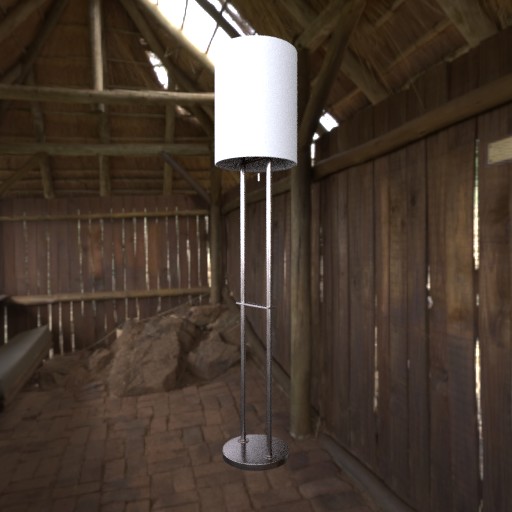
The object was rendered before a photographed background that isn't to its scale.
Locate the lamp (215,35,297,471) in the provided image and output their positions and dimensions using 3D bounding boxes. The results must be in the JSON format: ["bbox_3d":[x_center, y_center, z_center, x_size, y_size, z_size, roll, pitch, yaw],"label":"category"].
[{"bbox_3d":[0.000,0.000,1.663,0.305,1.500,0.306,0,1,-36],"label":"lamp"}]
